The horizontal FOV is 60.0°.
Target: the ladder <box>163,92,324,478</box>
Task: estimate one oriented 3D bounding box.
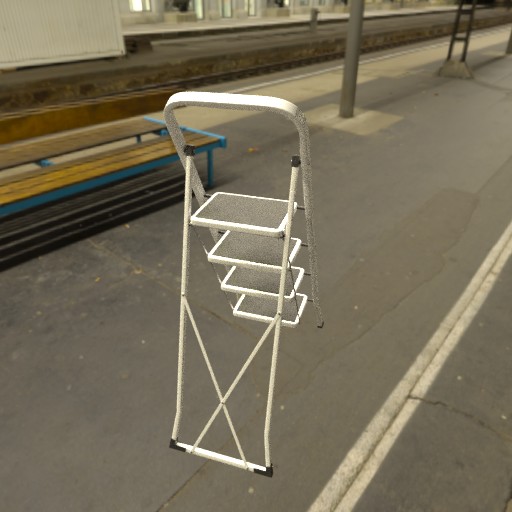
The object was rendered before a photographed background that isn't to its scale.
[{"bbox_3d":[0.000,0.000,1.689,0.460,1.265,0.914,9,32,15],"label":"ladder"}]
